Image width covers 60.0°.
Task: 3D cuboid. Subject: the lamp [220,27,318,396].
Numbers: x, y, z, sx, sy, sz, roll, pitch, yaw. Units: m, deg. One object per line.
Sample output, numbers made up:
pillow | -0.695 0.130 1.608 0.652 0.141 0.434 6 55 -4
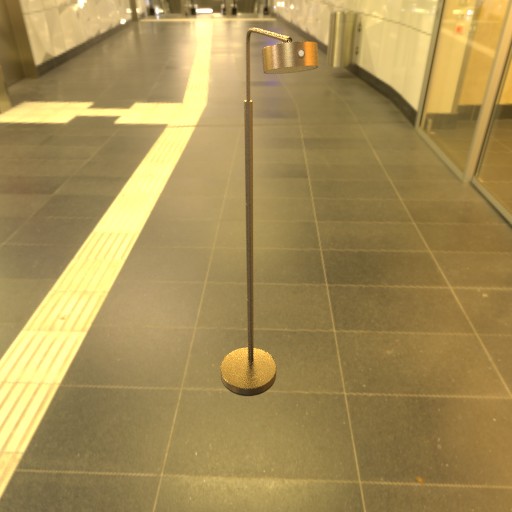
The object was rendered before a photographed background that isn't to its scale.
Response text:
lamp | 0.000 0.000 1.353 0.219 1.230 0.418 -10 33 -15
